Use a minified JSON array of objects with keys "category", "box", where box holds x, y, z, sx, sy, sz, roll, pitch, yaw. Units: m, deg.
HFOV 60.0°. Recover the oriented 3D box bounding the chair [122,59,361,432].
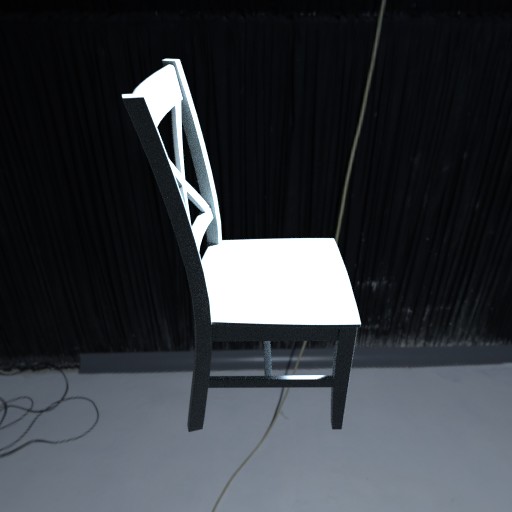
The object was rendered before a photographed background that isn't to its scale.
[{"category":"chair","box":[0.000,0.000,1.278,0.542,0.983,0.485,0,32,0]}]
